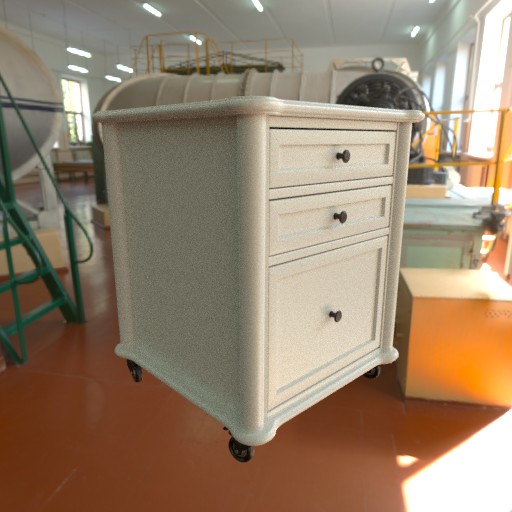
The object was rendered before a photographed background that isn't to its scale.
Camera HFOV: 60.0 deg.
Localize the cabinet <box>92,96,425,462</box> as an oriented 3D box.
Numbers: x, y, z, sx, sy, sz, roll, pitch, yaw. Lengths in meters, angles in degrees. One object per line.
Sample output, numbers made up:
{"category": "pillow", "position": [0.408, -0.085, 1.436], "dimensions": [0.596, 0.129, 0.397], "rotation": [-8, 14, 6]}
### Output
{"category": "cabinet", "position": [0.000, 0.000, 1.224], "dimensions": [0.628, 0.761, 0.627], "rotation": [-14, 20, -42]}
